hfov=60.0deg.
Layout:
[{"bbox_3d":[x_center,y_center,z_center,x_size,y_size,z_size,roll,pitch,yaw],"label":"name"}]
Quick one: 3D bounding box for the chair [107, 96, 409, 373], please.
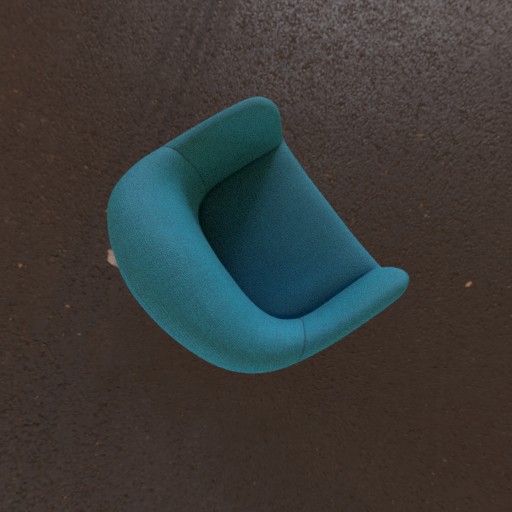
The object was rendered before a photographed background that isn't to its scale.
[{"bbox_3d":[0.000,0.000,1.195,0.550,0.795,0.590,-34,78,-8],"label":"chair"}]
